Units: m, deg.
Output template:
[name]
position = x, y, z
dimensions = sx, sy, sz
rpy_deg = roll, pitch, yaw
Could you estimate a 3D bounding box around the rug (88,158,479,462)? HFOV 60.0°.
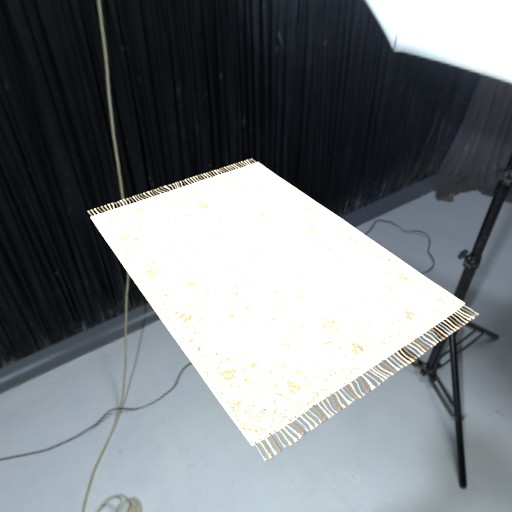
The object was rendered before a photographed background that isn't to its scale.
[rug]
position = 0.000, 0.000, 2.351
dimensions = 1.218, 0.017, 1.861
rpy_deg = -24, 45, -26
